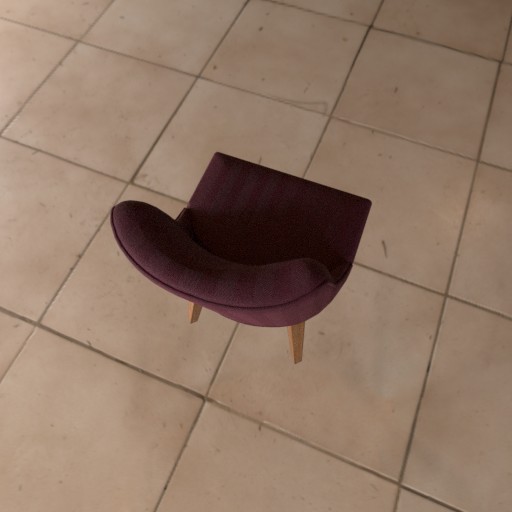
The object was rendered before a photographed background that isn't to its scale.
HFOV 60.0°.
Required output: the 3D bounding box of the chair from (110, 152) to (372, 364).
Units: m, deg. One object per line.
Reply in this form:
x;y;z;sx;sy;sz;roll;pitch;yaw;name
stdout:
0.000;0.000;1.296;0.548;0.916;0.638;19;65;9;chair
